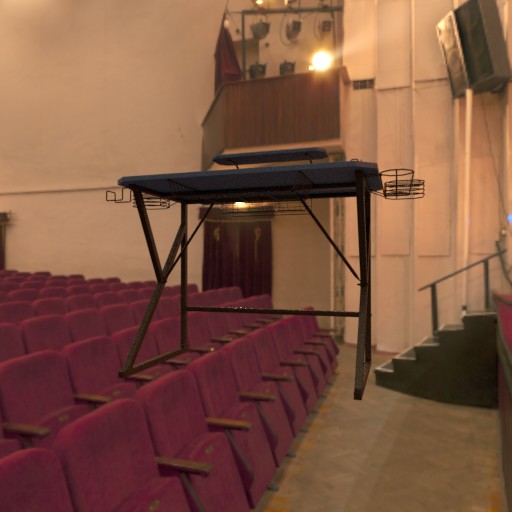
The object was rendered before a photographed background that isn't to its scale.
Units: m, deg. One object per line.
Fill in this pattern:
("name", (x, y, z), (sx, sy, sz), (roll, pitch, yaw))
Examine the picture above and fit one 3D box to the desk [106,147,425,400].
("desk", (0.000, 0.000, 1.797), (1.295, 0.909, 0.594), (0, -1, 18))
